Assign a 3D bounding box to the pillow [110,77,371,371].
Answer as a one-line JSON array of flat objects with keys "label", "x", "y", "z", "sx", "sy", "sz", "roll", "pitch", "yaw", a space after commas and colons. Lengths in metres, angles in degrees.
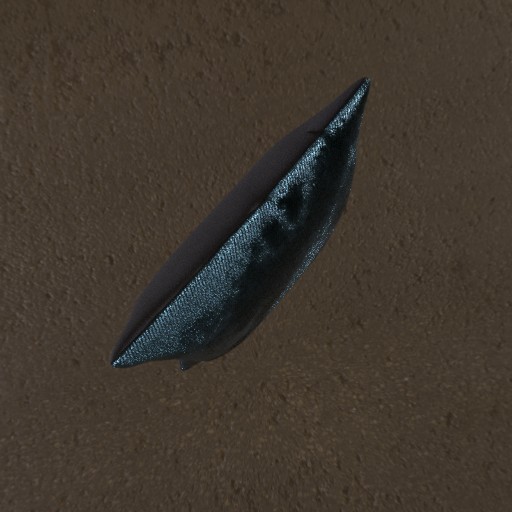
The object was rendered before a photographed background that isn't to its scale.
[{"label": "pillow", "x": 0.000, "y": 0.000, "z": 0.669, "sx": 0.138, "sy": 0.430, "sz": 0.436, "roll": 39, "pitch": 79, "yaw": 9}]
